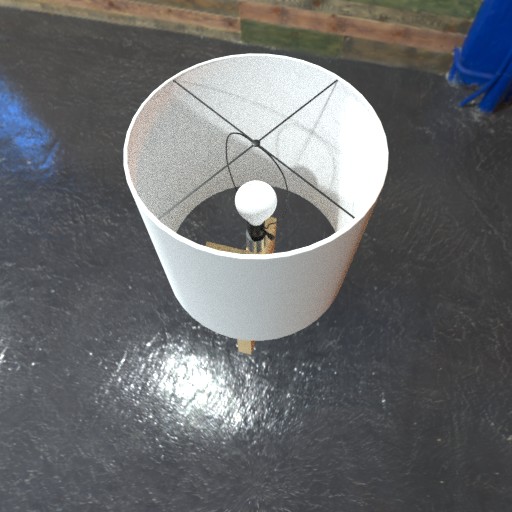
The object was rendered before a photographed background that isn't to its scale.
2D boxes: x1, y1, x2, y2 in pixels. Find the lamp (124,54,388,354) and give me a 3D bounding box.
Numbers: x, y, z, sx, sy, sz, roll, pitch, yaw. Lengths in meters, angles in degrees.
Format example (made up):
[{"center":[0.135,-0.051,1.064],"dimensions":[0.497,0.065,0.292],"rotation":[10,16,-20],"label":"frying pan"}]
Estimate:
[{"center":[0.000,0.000,0.573],"dimensions":[0.229,0.428,0.229],"rotation":[13,63,7],"label":"lamp"}]
